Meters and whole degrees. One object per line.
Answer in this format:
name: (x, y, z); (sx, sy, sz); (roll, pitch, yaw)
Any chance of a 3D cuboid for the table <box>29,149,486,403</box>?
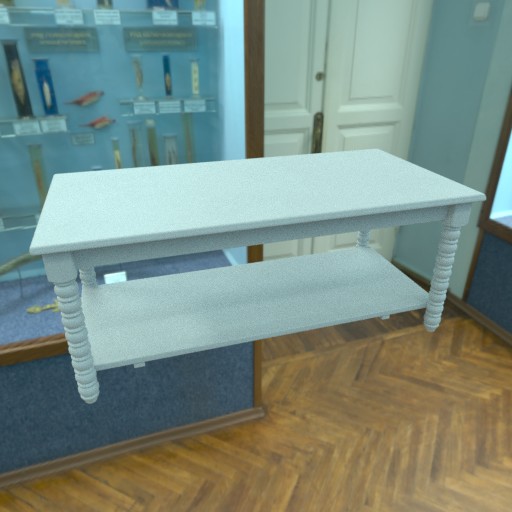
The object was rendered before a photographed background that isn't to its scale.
table: (0.000, 0.000, 1.429); (1.171, 0.487, 0.580); (-8, 28, -15)
